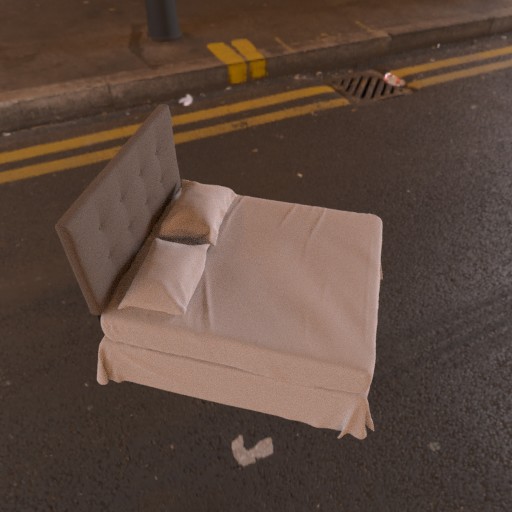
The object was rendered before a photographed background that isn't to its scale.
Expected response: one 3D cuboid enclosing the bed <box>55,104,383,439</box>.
[{"bbox_3d":[0.000,0.000,3.529,2.222,1.577,1.936,10,46,10],"label":"bed"}]
